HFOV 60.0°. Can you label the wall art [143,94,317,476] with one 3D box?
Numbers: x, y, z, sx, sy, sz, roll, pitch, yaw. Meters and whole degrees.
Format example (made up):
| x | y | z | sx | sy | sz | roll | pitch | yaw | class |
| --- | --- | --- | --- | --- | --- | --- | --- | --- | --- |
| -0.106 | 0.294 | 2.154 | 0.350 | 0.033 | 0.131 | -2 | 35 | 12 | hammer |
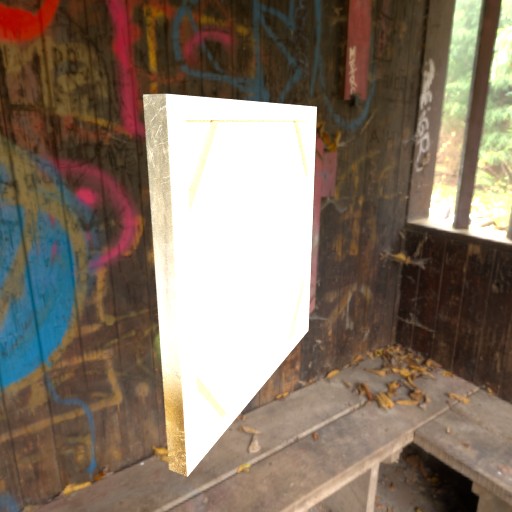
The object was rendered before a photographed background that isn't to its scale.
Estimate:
| x | y | z | sx | sy | sz | roll | pitch | yaw | class |
| --- | --- | --- | --- | --- | --- | --- | --- | --- | --- |
| 0.000 | 0.000 | 0.932 | 0.038 | 0.610 | 0.610 | 8 | 19 | 25 | wall art |
